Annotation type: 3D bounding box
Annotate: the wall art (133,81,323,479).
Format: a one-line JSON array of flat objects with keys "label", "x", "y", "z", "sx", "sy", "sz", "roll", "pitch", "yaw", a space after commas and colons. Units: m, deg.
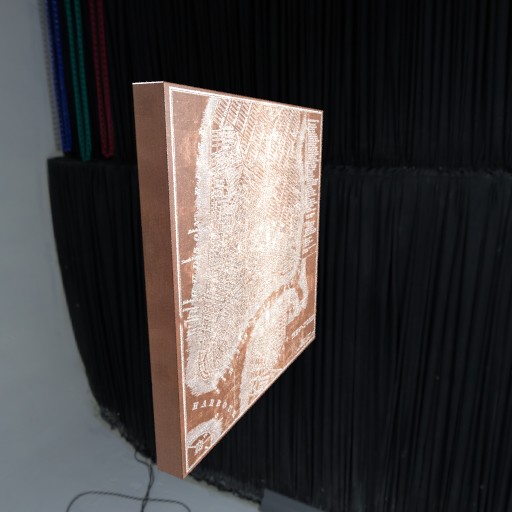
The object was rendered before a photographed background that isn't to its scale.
[{"label": "wall art", "x": 0.000, "y": 0.000, "z": 0.607, "sx": 0.035, "sy": 0.403, "sz": 0.403, "roll": 7, "pitch": 16, "yaw": 27}]
